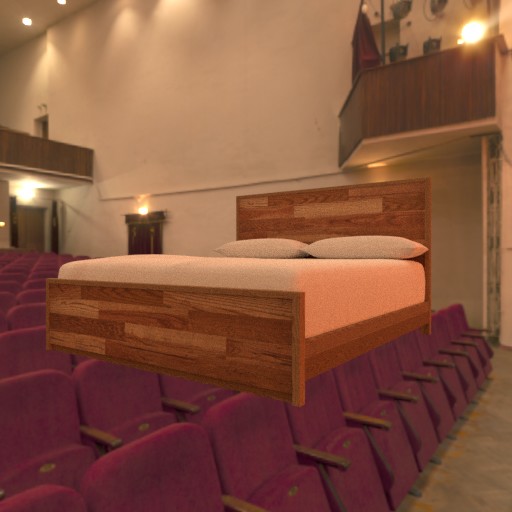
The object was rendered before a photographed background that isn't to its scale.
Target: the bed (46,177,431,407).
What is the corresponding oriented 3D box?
[{"bbox_3d":[0.000,0.000,3.370,2.013,1.295,2.184,0,0,35],"label":"bed"}]
